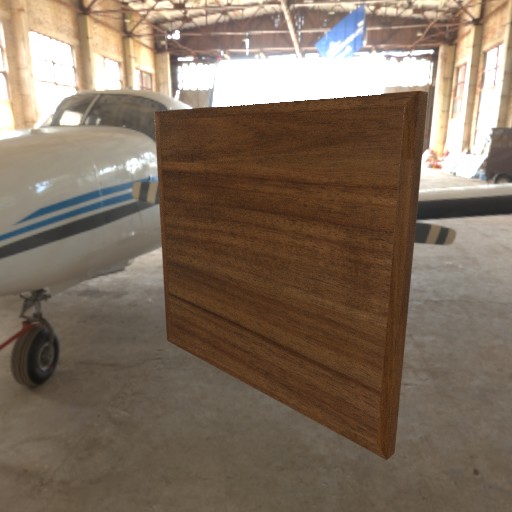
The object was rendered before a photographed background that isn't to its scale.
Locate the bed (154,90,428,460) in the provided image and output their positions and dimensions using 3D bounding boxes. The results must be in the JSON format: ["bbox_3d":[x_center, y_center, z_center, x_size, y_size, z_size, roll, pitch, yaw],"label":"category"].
[{"bbox_3d":[0.000,0.000,1.446,1.041,0.940,0.043,14,20,43],"label":"bed"}]
